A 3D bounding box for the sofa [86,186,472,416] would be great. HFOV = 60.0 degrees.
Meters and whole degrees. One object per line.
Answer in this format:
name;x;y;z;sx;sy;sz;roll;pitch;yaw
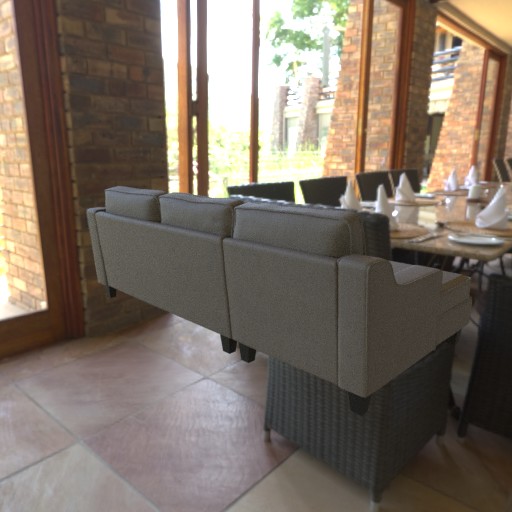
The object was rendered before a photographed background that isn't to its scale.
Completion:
sofa;0.000;0.000;3.159;2.561;0.928;1.294;13;18;43
